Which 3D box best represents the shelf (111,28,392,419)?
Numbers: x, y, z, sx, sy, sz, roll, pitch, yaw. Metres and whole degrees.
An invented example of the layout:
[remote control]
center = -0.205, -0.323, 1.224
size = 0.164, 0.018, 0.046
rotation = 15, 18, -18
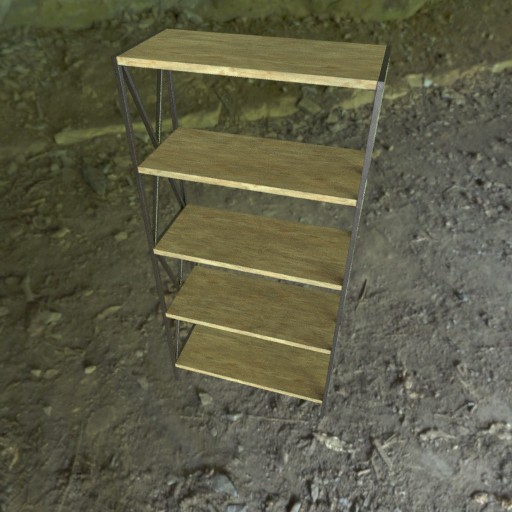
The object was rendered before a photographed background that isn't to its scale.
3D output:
[shelf]
center = 0.000, 0.000, 2.074
size = 0.874, 1.803, 0.386
rotation = 11, 41, 13
